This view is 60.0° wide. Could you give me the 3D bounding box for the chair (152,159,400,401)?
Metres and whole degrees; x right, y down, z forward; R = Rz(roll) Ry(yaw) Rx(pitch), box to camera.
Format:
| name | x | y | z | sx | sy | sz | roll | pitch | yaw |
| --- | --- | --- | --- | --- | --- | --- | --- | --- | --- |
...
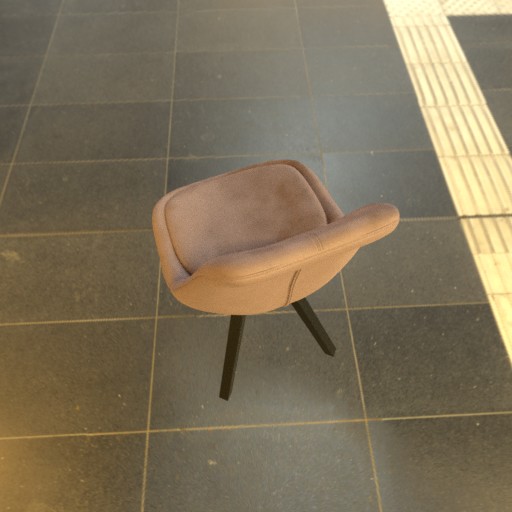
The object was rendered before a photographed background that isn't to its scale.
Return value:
| name | x | y | z | sx | sy | sz | roll | pitch | yaw |
| --- | --- | --- | --- | --- | --- | --- | --- | --- | --- |
| chair | 0.000 | 0.000 | 1.172 | 0.483 | 0.865 | 0.547 | -19 | 61 | -11 |
